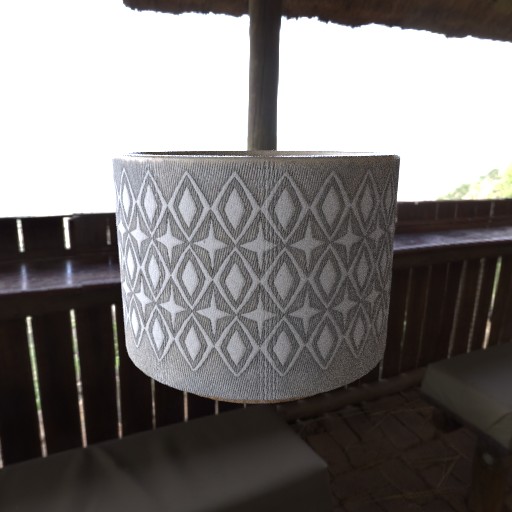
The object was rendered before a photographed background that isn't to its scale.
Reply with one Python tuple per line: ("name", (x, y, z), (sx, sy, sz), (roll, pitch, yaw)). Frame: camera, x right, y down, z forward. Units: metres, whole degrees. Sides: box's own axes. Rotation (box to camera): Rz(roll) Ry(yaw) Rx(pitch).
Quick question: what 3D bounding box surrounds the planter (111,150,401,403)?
("planter", (0.000, 0.000, 0.279), (0.164, 0.127, 0.164), (0, 14, 0))
